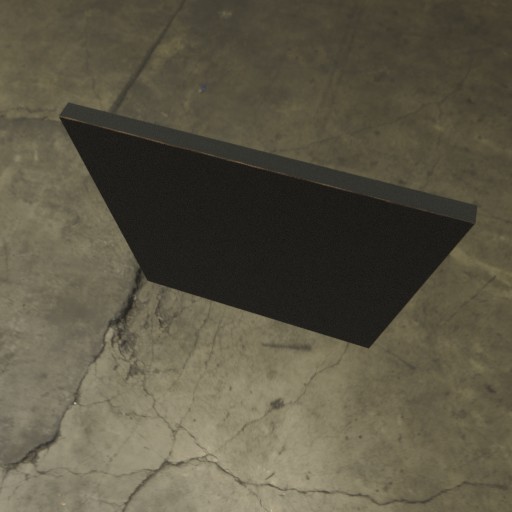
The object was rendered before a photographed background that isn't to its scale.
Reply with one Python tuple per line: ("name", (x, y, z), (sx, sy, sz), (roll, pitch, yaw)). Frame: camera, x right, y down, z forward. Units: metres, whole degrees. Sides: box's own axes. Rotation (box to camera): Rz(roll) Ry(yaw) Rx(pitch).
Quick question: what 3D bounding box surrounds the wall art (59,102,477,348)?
("wall art", (0.000, 0.000, 1.121), (0.762, 0.762, 0.038), (16, 64, 8))
